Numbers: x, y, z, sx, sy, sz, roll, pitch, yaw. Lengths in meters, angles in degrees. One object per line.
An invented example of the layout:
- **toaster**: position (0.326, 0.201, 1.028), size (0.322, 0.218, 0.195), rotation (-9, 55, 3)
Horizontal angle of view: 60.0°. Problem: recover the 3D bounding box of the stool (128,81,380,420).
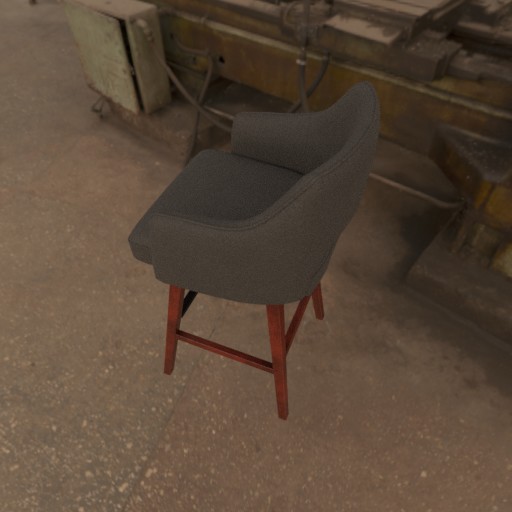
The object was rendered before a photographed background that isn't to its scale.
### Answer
- **stool**: position (0.000, 0.000, 1.350), size (0.558, 1.012, 0.548), rotation (16, 49, 15)
